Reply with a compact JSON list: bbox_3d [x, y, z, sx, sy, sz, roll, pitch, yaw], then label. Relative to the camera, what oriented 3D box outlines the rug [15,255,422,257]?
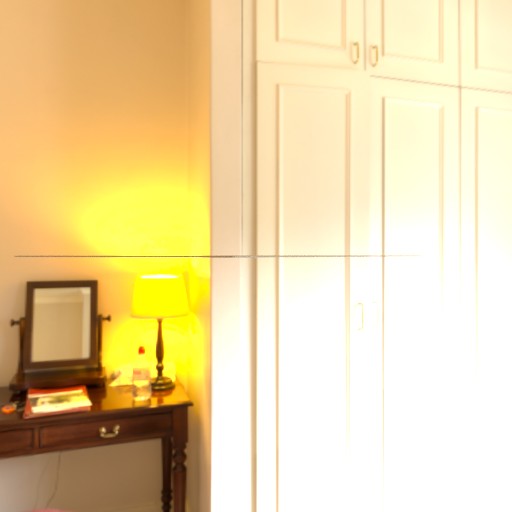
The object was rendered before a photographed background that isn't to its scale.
[{"bbox_3d":[0.000,0.000,2.969,1.523,0.008,2.438,0,0,35],"label":"rug"}]
